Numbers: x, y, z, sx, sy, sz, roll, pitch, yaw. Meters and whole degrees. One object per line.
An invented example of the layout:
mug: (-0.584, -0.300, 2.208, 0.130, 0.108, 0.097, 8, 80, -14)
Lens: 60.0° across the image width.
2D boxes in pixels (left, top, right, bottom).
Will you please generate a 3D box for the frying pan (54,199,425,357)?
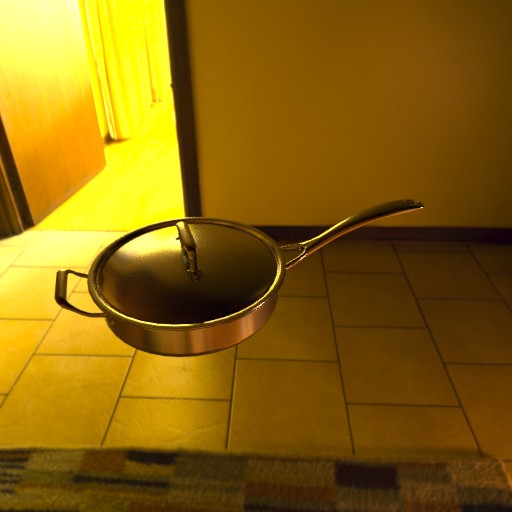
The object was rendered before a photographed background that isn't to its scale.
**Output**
frying pan: (0.000, 0.000, 0.668, 0.561, 0.114, 0.280, -10, 34, -15)
